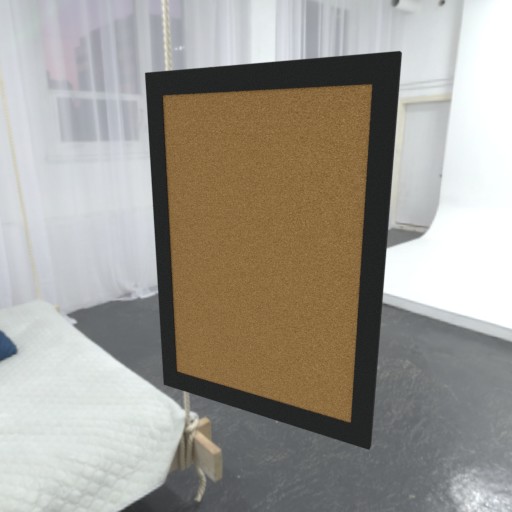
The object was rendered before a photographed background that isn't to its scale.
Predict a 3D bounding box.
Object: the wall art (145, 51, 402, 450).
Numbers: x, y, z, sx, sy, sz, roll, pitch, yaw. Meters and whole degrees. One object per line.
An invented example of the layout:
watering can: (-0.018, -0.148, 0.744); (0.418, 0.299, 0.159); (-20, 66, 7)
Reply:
wall art: (0.000, 0.000, 0.657); (0.374, 0.529, 0.012); (8, 17, 27)
